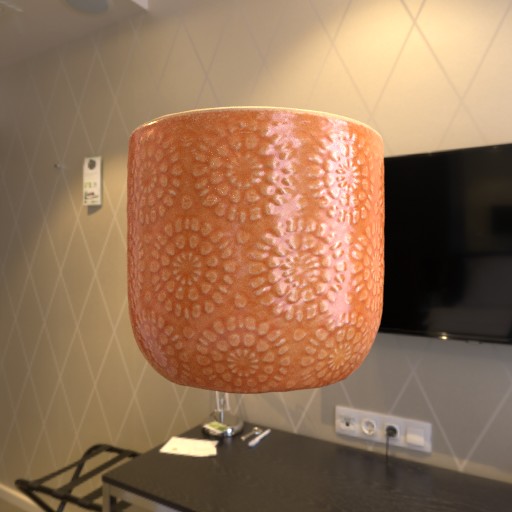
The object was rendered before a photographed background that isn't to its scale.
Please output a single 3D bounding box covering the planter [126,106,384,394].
[{"bbox_3d":[0.000,0.000,0.295,0.170,0.152,0.170,0,0,0],"label":"planter"}]
